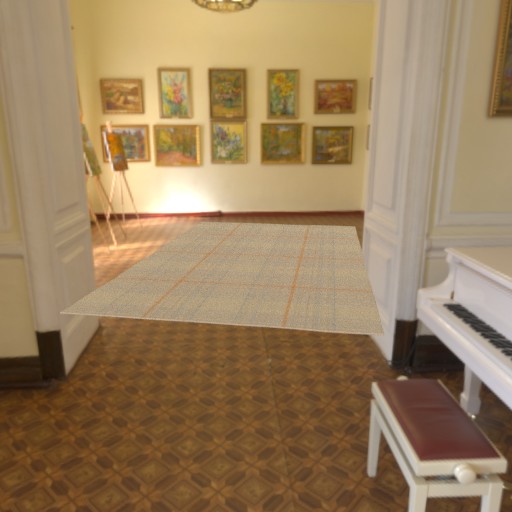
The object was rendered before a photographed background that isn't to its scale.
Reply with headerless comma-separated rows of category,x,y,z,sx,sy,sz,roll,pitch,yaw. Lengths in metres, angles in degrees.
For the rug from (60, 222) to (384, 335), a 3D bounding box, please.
rug,0.000,0.000,3.194,1.527,0.016,2.442,2,15,9
